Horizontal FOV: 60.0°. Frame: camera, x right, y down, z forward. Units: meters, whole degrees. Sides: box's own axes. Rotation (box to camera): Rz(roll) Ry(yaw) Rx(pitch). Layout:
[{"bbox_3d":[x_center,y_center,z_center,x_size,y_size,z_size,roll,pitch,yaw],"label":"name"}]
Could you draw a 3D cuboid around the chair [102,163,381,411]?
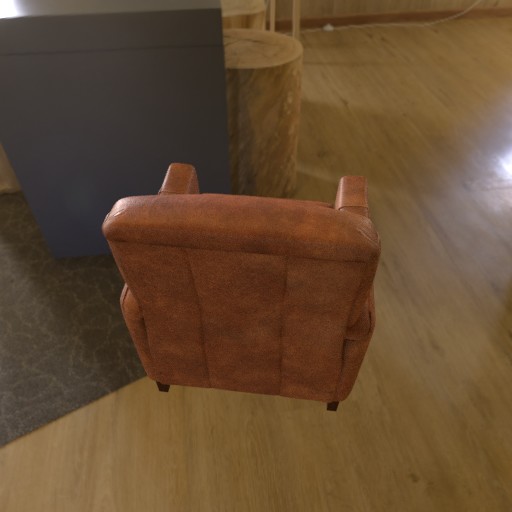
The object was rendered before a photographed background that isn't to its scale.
[{"bbox_3d":[0.000,0.000,1.678,0.843,1.043,0.836,5,47,5],"label":"chair"}]
